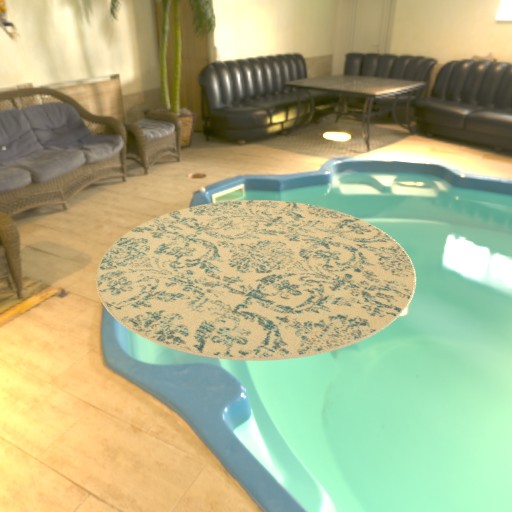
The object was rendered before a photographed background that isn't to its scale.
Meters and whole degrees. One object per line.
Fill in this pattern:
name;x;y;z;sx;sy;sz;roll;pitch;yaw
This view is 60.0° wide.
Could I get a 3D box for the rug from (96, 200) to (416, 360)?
rug;0.000;0.000;2.313;1.593;0.012;1.593;0;28;0
